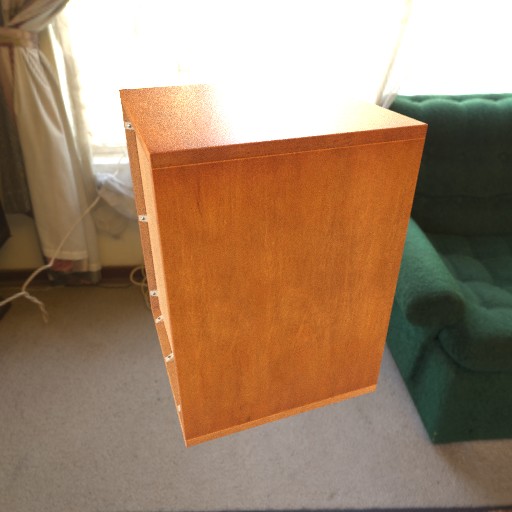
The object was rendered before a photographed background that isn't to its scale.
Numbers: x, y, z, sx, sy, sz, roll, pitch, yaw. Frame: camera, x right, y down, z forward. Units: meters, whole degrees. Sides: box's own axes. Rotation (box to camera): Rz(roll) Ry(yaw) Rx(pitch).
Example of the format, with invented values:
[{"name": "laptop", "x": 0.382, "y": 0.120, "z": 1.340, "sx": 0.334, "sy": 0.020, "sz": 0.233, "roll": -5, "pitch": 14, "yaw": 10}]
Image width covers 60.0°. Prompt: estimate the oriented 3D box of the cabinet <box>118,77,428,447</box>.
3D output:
[{"name": "cabinet", "x": 0.000, "y": 0.000, "z": 0.870, "sx": 0.401, "sy": 0.579, "sz": 0.409, "roll": -10, "pitch": 32, "yaw": -17}]
